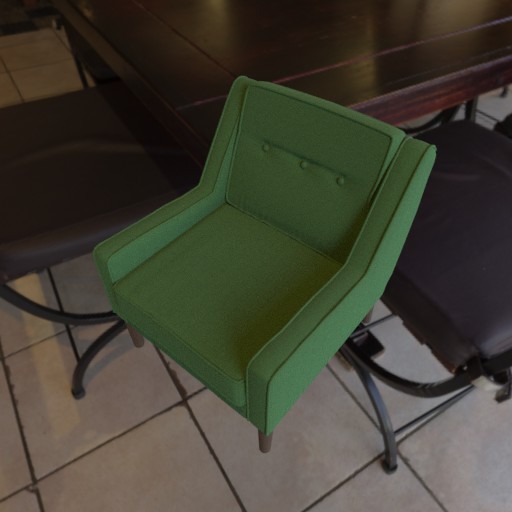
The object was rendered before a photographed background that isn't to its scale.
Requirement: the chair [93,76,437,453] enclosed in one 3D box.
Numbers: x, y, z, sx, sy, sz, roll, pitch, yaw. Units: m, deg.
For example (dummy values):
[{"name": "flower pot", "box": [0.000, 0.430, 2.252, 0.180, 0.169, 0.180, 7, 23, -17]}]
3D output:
[{"name": "chair", "box": [0.000, 0.000, 1.359, 0.663, 0.792, 0.743, 31, 53, 26]}]
